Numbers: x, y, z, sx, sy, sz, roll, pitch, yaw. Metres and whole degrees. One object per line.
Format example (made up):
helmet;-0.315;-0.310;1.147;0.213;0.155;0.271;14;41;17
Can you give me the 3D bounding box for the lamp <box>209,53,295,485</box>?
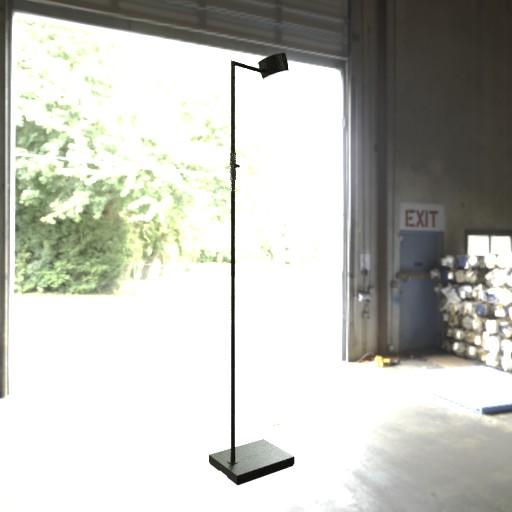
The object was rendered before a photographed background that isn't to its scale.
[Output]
lamp;0.000;0.000;1.706;0.304;1.600;0.203;0;0;-35
